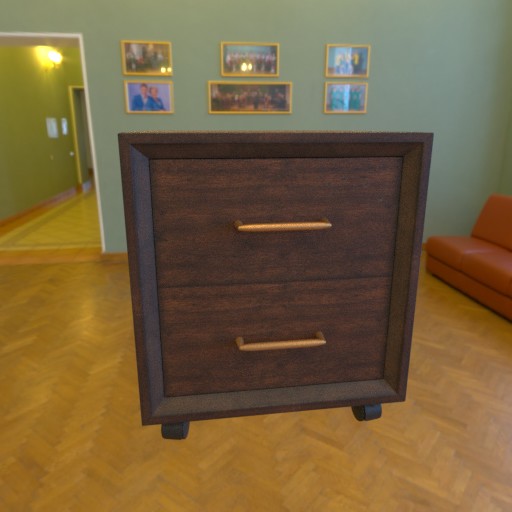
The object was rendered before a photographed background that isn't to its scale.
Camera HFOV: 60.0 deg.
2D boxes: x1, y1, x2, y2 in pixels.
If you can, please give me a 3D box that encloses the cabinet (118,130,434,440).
[{"bbox_3d":[0.000,0.000,0.840,0.402,0.455,0.500,-2,16,-8],"label":"cabinet"}]
